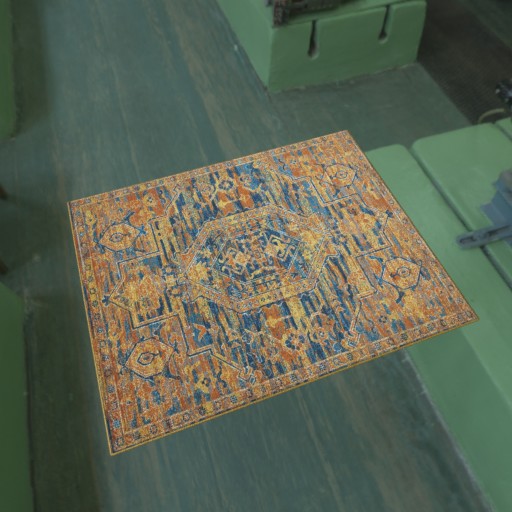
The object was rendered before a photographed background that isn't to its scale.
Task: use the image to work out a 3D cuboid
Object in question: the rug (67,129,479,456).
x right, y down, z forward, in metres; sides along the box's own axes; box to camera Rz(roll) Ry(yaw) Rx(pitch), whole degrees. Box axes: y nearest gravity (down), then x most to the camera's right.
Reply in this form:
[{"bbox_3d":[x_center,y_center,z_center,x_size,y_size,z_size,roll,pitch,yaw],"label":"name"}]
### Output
[{"bbox_3d":[0.000,0.000,3.988,3.040,0.031,2.435,-17,59,-11],"label":"rug"}]
